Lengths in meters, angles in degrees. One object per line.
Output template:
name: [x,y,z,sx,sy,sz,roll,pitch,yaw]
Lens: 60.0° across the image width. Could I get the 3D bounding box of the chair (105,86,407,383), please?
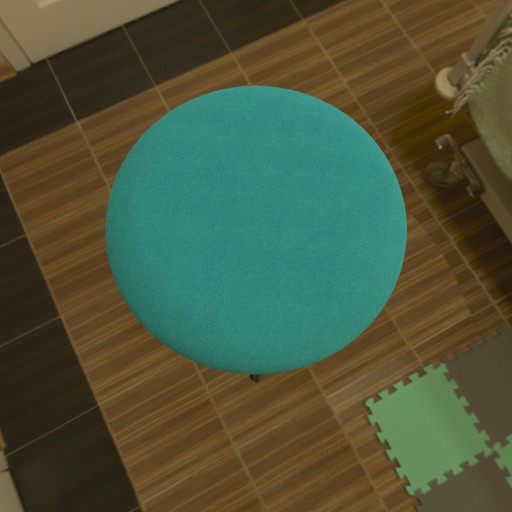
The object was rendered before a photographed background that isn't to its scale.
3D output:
chair: [0.000,0.000,0.685,0.350,0.430,0.350,32,78,8]
